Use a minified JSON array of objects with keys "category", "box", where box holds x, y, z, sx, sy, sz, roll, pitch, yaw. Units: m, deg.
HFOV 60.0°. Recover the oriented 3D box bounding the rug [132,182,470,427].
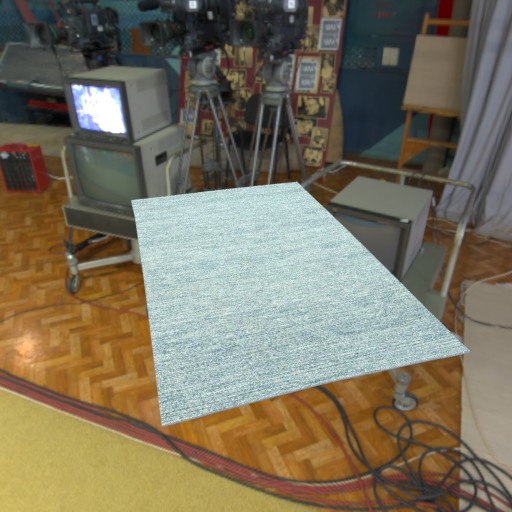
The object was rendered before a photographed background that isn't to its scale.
[{"category":"rug","box":[0.000,0.000,2.311,1.174,0.022,1.853,-9,32,-14]}]
